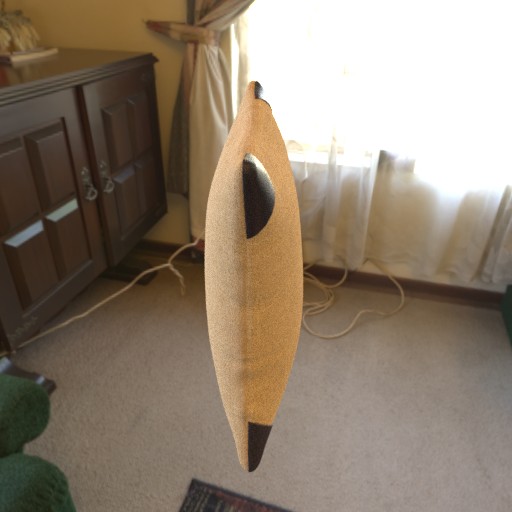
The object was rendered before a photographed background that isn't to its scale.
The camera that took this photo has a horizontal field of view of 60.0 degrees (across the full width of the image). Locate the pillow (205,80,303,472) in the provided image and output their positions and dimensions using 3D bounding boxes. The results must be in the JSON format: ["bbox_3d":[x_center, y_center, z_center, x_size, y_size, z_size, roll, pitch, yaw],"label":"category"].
[{"bbox_3d":[0.000,0.000,0.675,0.147,0.441,0.440,0,31,0],"label":"pillow"}]
